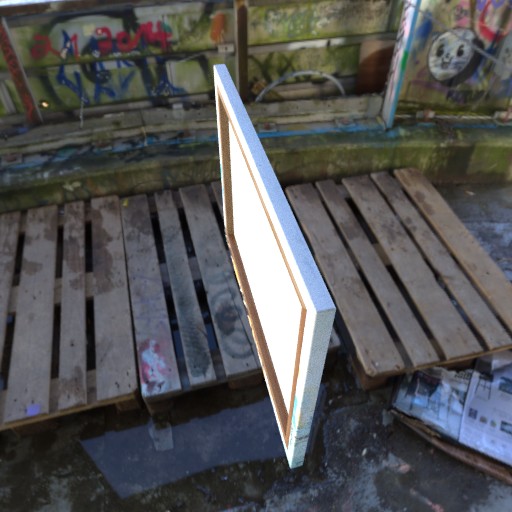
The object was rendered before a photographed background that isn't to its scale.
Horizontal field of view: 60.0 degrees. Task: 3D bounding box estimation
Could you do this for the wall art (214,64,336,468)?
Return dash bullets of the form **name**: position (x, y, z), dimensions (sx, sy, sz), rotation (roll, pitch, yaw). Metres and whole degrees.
- **wall art**: position (0.000, 0.000, 1.365), dimensions (0.038, 0.762, 1.016), rotation (-10, 47, -9)
